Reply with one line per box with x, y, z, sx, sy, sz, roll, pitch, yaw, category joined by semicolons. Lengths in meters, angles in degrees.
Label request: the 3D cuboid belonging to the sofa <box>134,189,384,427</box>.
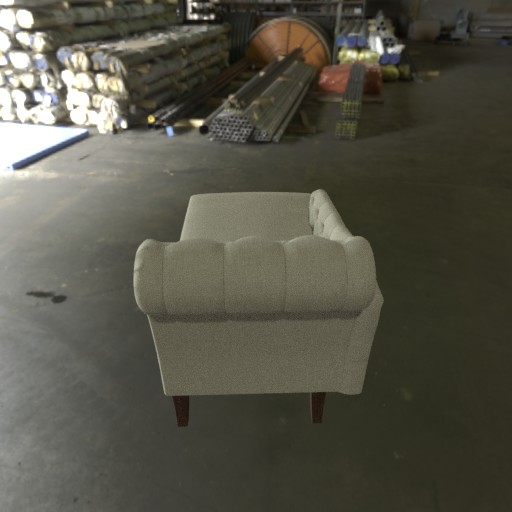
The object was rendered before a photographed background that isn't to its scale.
0.000;0.000;1.812;0.675;0.787;1.379;-1;31;-2;sofa
